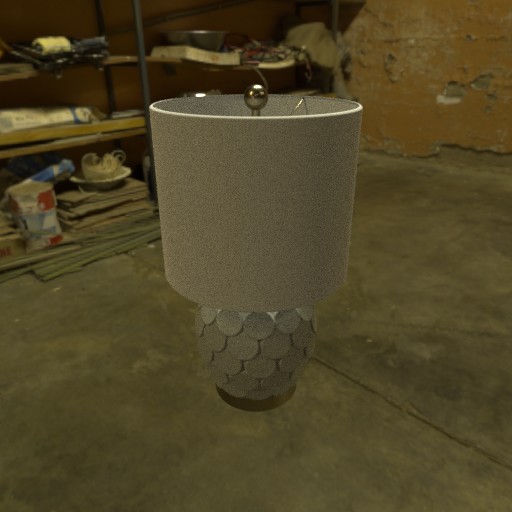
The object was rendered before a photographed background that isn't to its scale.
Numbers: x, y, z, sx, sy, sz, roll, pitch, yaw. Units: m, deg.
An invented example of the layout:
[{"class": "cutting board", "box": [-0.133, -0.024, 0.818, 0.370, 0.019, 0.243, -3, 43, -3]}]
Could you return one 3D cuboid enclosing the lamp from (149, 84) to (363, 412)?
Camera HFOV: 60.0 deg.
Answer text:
[{"class": "lamp", "box": [0.000, 0.000, 0.625, 0.254, 0.452, 0.254, 0, 25, 0]}]
